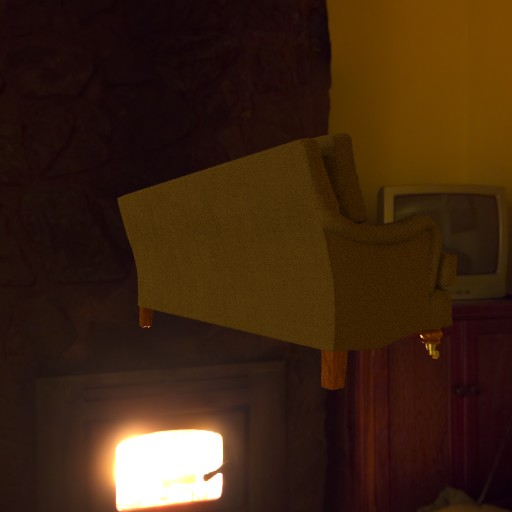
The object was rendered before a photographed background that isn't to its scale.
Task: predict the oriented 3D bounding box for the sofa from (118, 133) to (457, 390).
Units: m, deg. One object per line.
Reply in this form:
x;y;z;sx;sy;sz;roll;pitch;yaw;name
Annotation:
0.000;0.000;2.829;1.086;1.087;2.165;0;0;-36;sofa
